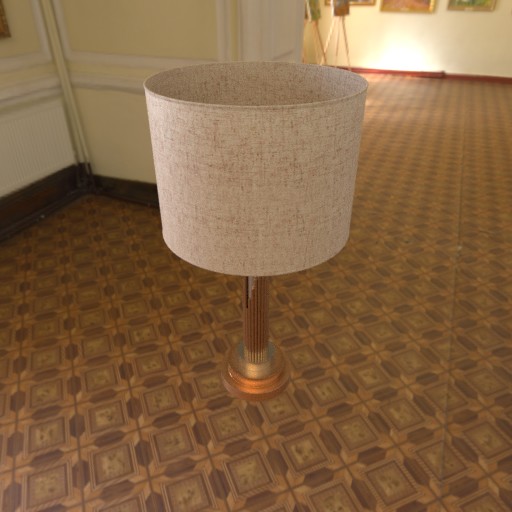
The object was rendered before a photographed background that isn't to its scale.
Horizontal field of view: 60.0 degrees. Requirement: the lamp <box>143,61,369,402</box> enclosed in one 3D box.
[{"bbox_3d":[0.000,0.000,0.809,0.321,0.610,0.321,21,38,29],"label":"lamp"}]
